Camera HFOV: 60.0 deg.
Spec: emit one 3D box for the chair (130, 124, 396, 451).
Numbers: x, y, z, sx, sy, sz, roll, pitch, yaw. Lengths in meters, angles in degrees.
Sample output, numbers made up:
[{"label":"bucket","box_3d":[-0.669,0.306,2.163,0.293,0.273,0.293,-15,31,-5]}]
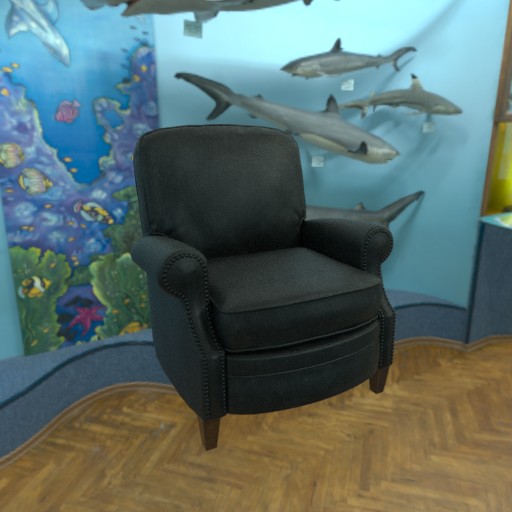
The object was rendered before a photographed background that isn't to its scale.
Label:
[{"label":"chair","box_3d":[0.000,0.000,1.769,0.936,1.018,0.986,-8,17,-26]}]
